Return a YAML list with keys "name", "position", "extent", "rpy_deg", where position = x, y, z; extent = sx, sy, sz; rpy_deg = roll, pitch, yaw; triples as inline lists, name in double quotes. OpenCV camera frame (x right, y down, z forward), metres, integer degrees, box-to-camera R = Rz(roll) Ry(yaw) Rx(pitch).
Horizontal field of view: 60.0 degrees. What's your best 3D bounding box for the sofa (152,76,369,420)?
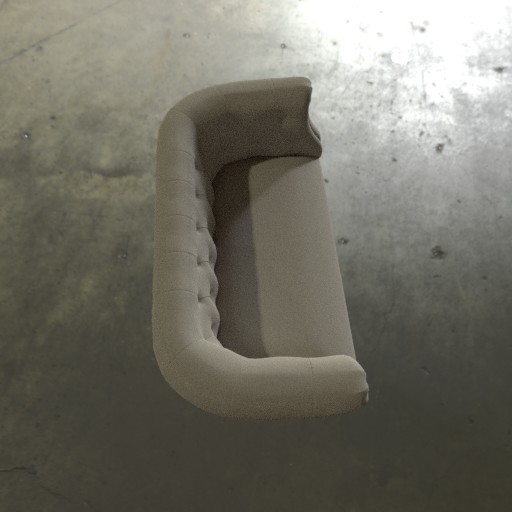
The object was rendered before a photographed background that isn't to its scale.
- name: "sofa"
  position: [0.000, 0.000, 2.115]
  extent: [0.835, 0.827, 1.558]
  rpy_deg: [-4, 64, -2]
